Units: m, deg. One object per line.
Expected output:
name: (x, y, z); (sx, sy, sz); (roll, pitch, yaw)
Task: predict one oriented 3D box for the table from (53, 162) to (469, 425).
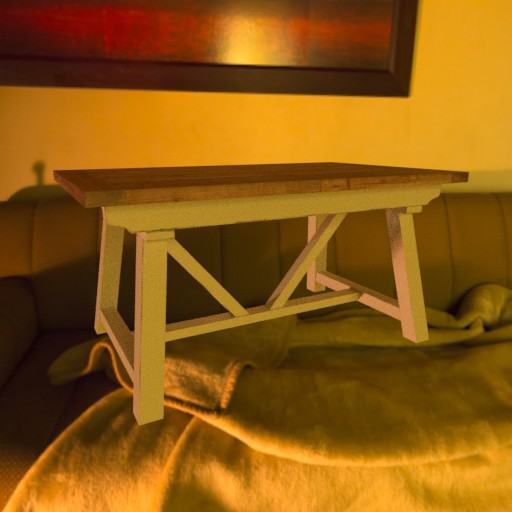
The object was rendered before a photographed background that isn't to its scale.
table: (0.000, 0.000, 1.971); (1.503, 0.743, 0.922); (-8, 17, -27)
